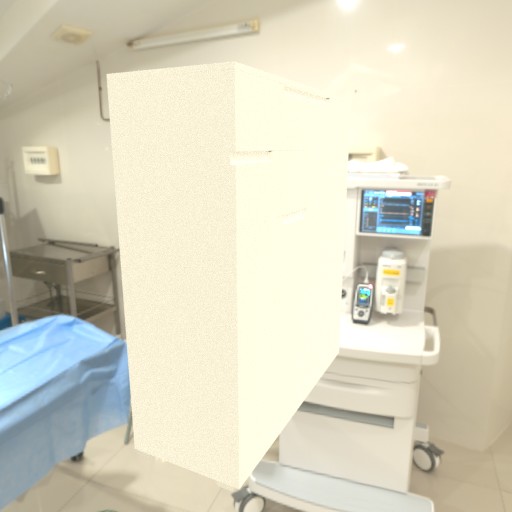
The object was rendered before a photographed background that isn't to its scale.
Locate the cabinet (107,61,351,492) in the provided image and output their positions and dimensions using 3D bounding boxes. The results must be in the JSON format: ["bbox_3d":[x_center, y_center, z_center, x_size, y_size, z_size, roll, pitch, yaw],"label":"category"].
[{"bbox_3d":[0.000,0.000,1.687,0.400,1.190,1.000,7,15,26],"label":"cabinet"}]
